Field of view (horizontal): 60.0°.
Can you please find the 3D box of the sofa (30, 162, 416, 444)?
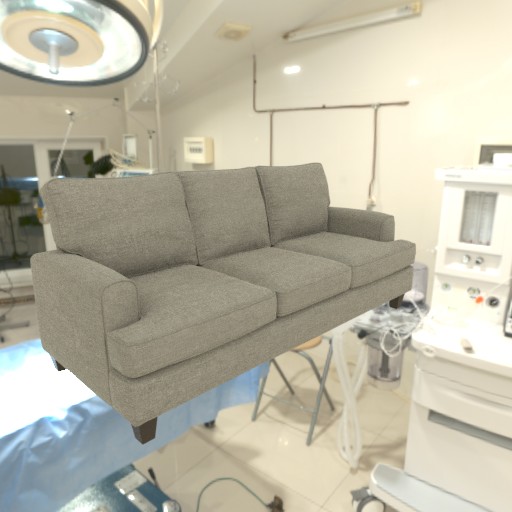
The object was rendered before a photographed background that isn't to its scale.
[{"bbox_3d":[0.000,0.000,2.542,2.158,0.965,0.951,-14,21,-43],"label":"sofa"}]
